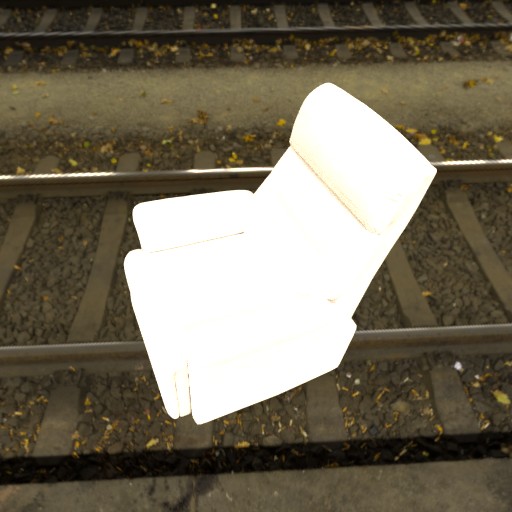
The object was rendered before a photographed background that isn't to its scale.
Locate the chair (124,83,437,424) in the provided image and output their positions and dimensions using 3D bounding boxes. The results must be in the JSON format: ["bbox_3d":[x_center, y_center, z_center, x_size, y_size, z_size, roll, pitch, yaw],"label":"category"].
[{"bbox_3d":[0.000,0.000,1.739,1.001,1.039,0.820,-18,49,-16],"label":"chair"}]
